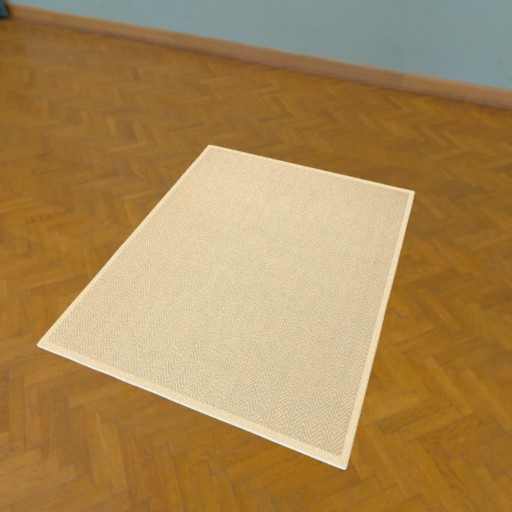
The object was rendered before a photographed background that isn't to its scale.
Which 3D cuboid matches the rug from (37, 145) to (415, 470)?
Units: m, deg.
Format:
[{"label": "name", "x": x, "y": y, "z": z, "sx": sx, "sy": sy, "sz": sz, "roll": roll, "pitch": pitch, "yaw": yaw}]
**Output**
[{"label": "rug", "x": 0.000, "y": 0.000, "z": 4.036, "sx": 2.423, "sy": 0.019, "sz": 3.009, "roll": 16, "pitch": 49, "yaw": 15}]
